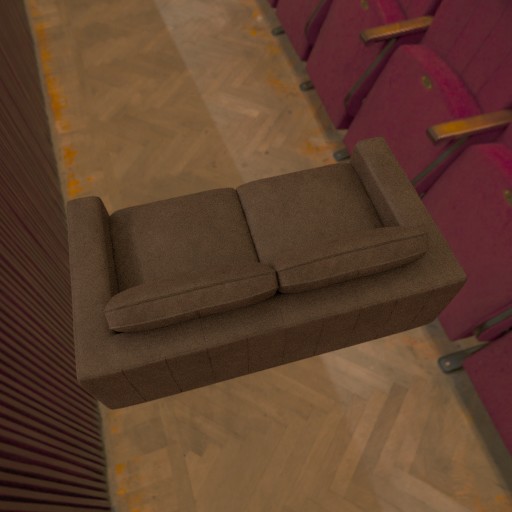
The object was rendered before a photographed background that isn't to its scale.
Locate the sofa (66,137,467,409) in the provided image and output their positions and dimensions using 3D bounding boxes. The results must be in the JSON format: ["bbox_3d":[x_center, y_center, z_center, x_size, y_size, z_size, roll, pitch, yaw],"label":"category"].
[{"bbox_3d":[0.000,0.000,2.462,1.920,0.800,1.070,-13,59,-8],"label":"sofa"}]
